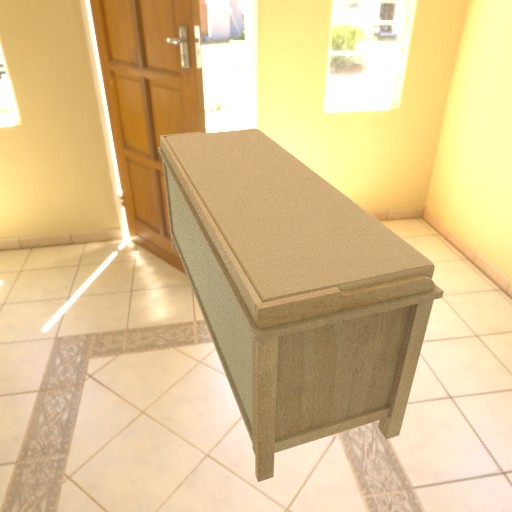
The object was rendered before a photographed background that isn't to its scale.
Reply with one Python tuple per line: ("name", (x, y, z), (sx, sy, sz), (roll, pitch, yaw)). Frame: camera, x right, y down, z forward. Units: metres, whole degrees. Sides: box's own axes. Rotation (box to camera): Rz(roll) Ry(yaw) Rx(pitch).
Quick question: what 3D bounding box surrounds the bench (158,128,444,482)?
("bench", (0.000, 0.000, 1.394), (0.398, 0.501, 1.140), (-10, 32, -16))
